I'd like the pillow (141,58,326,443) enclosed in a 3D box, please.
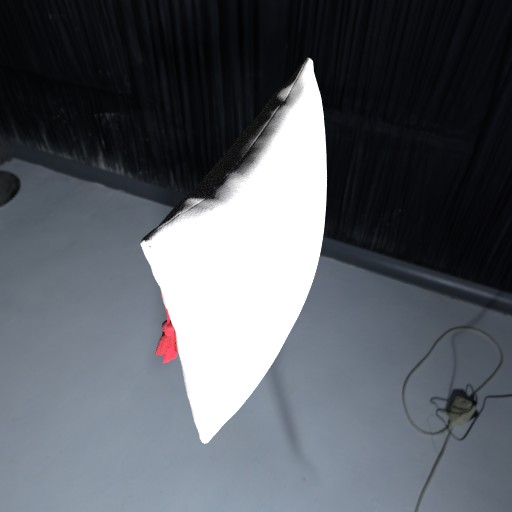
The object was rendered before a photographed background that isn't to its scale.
[{"bbox_3d":[0.000,0.000,0.678,0.173,0.436,0.433,18,49,16],"label":"pillow"}]
